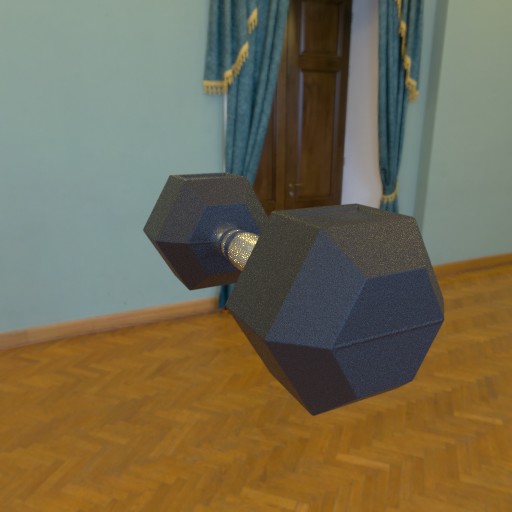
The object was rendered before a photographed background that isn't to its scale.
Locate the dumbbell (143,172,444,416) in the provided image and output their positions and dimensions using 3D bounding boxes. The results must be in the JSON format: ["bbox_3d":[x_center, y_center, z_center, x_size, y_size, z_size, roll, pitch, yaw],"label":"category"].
[{"bbox_3d":[0.000,0.000,0.411,0.141,0.123,0.356,-8,18,-25],"label":"dumbbell"}]
